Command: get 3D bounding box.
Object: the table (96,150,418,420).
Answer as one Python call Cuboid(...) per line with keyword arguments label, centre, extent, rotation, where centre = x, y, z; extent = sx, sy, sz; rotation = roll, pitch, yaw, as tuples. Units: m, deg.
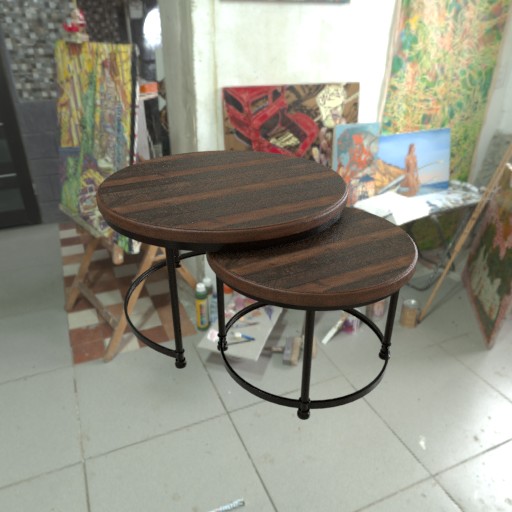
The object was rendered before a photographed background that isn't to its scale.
Cuboid(label="table", centre=(0.000, 0.000, 1.617), extent=(1.152, 0.516, 0.870), rotation=(19, 33, 32))
